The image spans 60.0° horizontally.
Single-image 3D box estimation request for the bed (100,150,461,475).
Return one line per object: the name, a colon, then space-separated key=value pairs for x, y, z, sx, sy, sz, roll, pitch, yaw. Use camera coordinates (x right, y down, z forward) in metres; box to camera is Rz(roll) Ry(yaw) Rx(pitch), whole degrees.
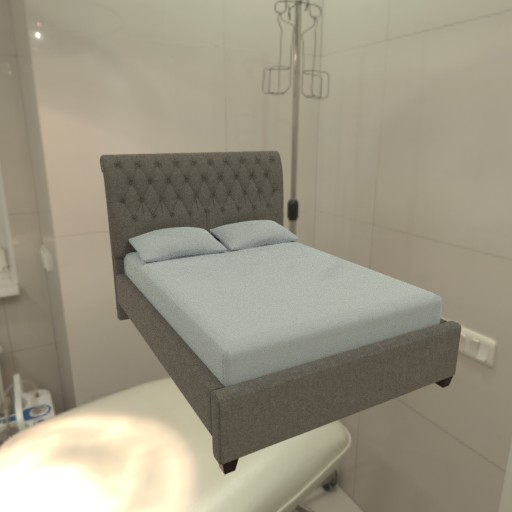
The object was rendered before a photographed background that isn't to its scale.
bed: x=0.000 y=0.000 z=3.191 sx=1.645 sy=1.371 sz=2.252 roll=-9 pitch=18 yaw=-28
